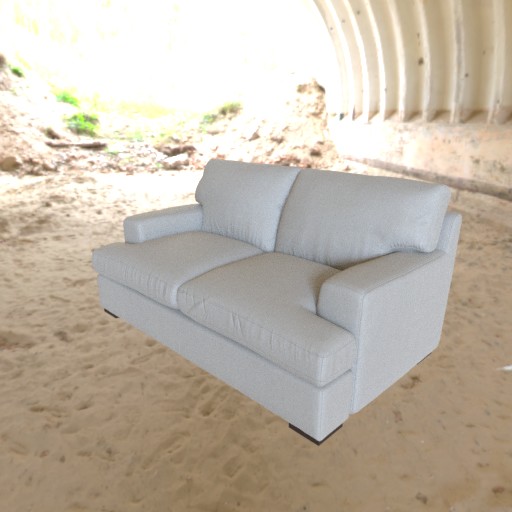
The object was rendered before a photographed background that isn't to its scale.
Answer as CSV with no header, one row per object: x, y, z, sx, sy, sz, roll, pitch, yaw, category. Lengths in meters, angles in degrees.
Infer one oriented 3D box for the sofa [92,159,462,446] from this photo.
0.000,0.000,2.532,1.143,0.940,1.880,-17,24,-42,sofa
